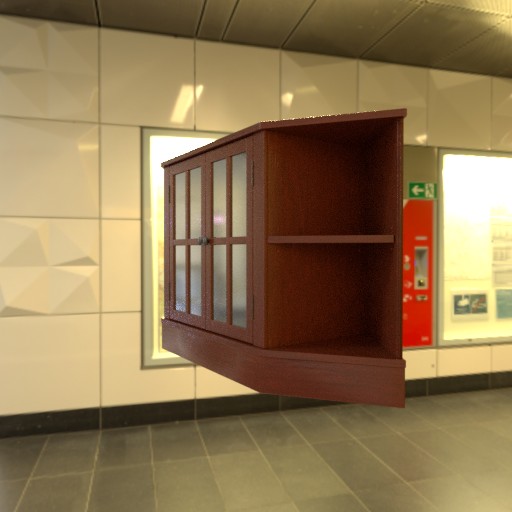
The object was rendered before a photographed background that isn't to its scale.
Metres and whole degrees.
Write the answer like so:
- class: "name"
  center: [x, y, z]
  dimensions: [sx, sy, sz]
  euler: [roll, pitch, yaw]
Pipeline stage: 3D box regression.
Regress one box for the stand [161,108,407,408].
- class: "stand"
  center: [0.000, 0.000, 1.342]
  dimensions: [0.381, 0.614, 1.072]
  euler: [-1, 1, -35]
